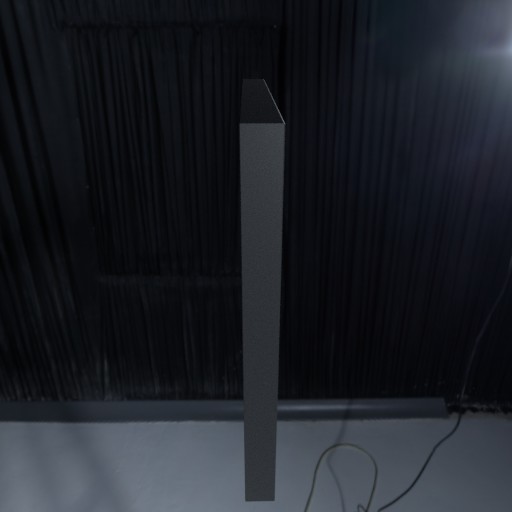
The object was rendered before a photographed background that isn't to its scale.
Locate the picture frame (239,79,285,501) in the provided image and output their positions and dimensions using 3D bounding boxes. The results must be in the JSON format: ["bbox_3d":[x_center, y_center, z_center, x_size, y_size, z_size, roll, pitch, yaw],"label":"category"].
[{"bbox_3d":[0.000,0.000,0.509,0.029,0.353,0.355,-1,26,-1],"label":"picture frame"}]
